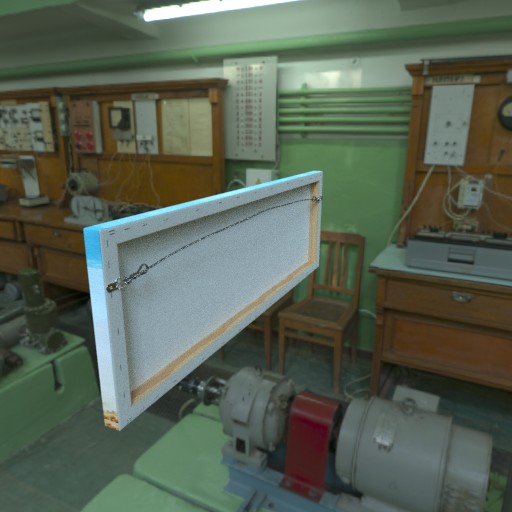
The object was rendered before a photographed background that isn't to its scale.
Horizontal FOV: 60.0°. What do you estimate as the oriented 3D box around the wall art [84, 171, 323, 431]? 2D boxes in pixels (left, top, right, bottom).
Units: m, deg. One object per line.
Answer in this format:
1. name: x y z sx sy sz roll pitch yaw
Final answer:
1. wall art: 0.000 0.000 0.836 0.044 0.254 0.759 8 18 25
